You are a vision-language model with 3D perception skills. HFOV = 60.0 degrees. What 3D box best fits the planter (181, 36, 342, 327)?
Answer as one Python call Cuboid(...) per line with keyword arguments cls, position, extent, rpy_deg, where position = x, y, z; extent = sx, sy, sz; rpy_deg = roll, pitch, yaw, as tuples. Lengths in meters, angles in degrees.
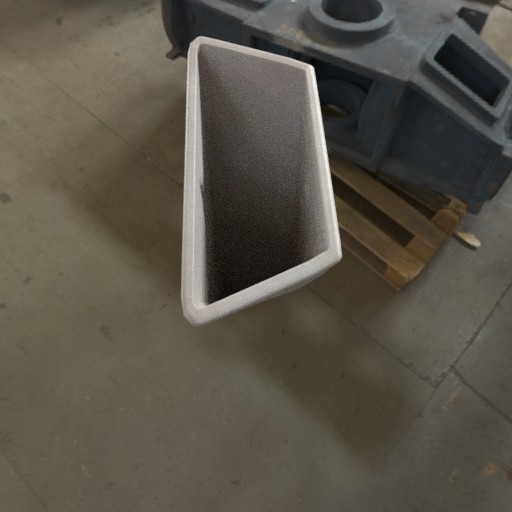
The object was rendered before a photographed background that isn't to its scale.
Cuboid(cls="planter", position=(0.000, 0.000, 0.276), extent=(0.060, 0.197, 0.150), rpy_deg=(-2, 64, -1))
